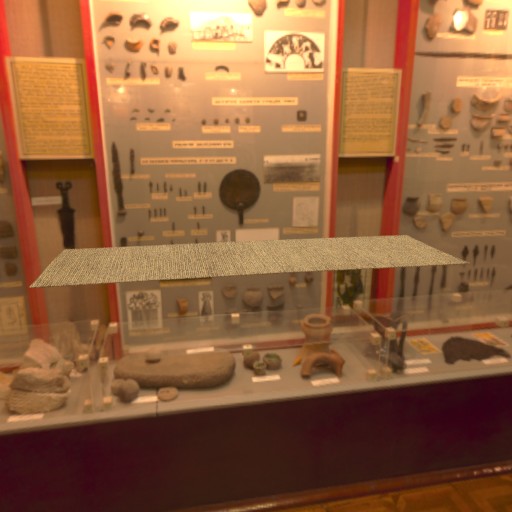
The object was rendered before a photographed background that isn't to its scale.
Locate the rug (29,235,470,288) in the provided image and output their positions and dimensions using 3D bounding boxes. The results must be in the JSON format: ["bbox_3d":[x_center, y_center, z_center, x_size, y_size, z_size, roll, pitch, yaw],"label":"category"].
[{"bbox_3d":[0.000,0.000,2.639,2.335,0.013,0.697,-3,16,-9],"label":"rug"}]
